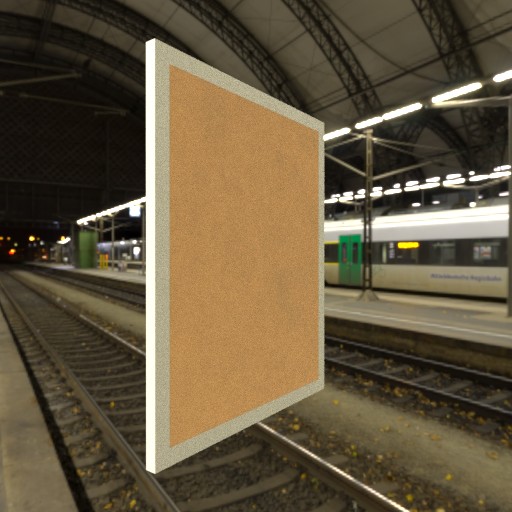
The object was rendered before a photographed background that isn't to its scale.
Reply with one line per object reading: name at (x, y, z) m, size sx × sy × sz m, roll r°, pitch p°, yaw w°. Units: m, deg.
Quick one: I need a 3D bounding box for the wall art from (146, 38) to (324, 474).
wall art at (0.000, 0.000, 1.098) m, size 0.026 × 0.811 × 0.661 m, roll 0°, pitch 0°, yaw 37°
